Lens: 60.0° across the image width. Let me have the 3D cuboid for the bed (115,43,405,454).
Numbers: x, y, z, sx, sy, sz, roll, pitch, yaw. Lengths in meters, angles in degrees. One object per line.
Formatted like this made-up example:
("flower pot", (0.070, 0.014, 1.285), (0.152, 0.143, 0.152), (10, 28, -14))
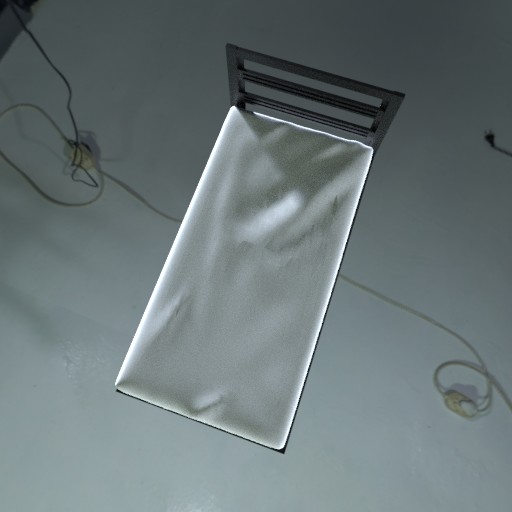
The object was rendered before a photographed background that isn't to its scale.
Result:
("bed", (0.000, 0.000, 2.564), (0.991, 0.967, 1.930), (18, 74, 5))
